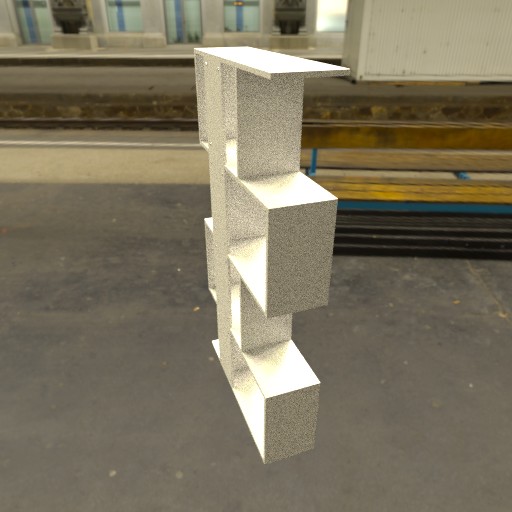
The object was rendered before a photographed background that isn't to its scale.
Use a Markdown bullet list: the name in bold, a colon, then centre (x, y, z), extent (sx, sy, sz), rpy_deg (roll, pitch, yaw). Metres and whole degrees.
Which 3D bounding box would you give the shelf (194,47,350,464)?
- **shelf**: centre (0.000, 0.000, 2.004), extent (0.250, 1.650, 0.890), rpy_deg (-10, 31, -18)
